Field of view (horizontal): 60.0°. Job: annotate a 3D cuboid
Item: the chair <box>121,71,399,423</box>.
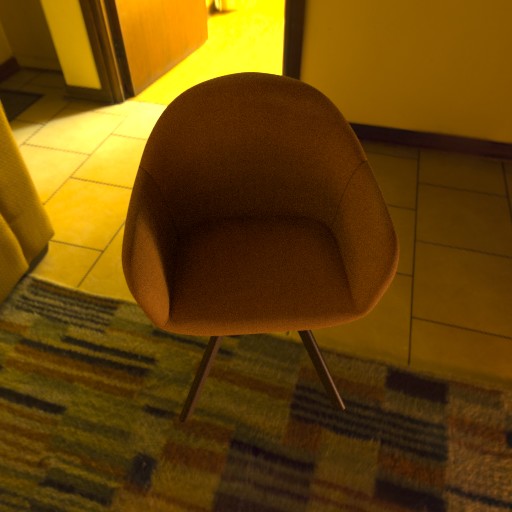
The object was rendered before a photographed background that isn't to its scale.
[{"bbox_3d":[0.000,0.000,1.203,0.590,0.795,0.550,-3,47,-3],"label":"chair"}]
